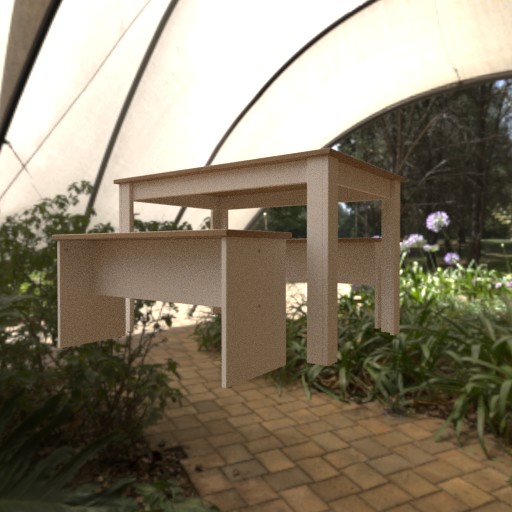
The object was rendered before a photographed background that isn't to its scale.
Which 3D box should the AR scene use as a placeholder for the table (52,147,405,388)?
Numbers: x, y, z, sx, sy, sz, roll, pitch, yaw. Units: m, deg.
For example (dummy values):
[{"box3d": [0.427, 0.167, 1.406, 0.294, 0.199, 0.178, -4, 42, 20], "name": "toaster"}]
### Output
[{"box3d": [0.000, 0.000, 2.009, 1.100, 0.700, 1.443, 1, 1, 36], "name": "table"}]
